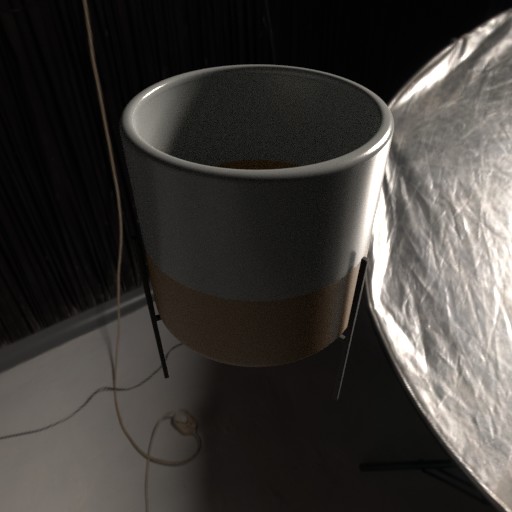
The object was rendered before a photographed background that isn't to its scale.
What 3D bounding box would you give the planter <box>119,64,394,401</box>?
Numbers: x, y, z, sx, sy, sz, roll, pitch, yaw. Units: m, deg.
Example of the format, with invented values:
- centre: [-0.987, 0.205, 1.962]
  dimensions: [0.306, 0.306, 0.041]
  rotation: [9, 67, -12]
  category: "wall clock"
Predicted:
- centre: [0.000, 0.000, 0.631]
  dimensions: [0.310, 0.432, 0.310]
  rotation: [-26, 47, -27]
  category: "planter"
